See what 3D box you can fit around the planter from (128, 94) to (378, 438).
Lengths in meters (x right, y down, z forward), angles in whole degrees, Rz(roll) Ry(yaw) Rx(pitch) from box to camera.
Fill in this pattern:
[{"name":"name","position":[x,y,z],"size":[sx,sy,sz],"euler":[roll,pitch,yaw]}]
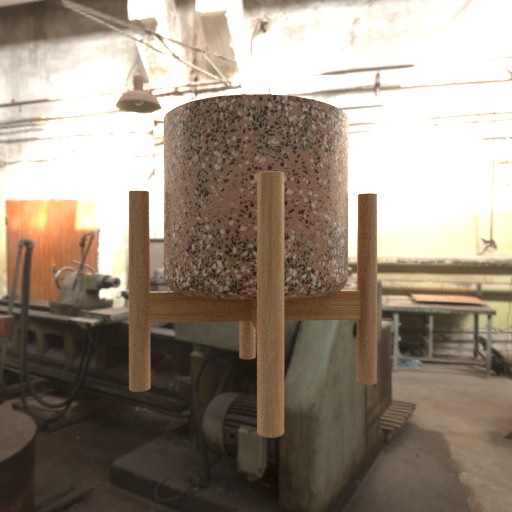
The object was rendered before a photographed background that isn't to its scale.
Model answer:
[{"name":"planter","position":[0.000,0.000,0.545],"size":[0.284,0.320,0.284],"euler":[0,1,17]}]
